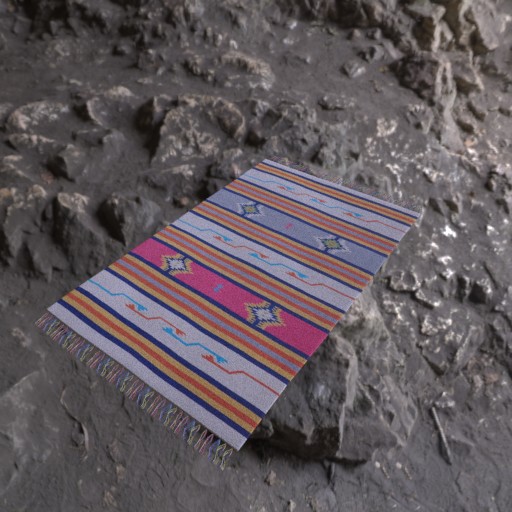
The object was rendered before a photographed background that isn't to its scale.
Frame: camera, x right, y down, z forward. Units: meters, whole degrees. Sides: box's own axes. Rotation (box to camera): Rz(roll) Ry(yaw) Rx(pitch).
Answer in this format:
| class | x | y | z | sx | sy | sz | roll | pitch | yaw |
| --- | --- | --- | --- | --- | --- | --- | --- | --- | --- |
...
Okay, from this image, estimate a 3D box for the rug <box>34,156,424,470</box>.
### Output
| class | x | y | z | sx | sy | sz | roll | pitch | yaw |
| --- | --- | --- | --- | --- | --- | --- | --- | --- | --- |
| rug | 0.000 | 0.000 | 2.237 | 1.084 | 0.013 | 1.849 | 26 | 47 | 26 |
